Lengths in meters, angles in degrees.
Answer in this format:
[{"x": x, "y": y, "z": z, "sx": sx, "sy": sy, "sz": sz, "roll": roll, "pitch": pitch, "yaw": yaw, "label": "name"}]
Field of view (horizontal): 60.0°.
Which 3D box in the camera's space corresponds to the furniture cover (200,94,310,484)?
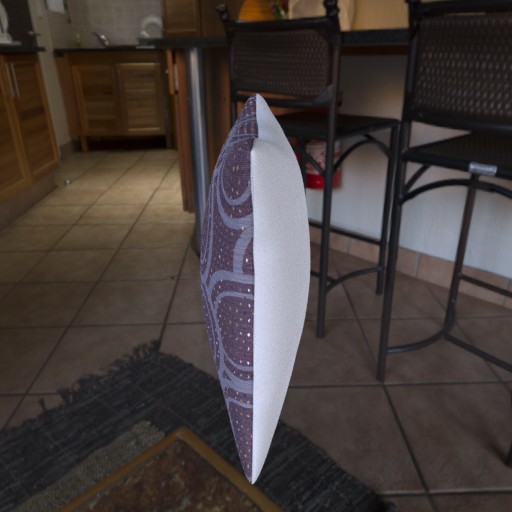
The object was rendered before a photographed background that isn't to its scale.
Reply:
[{"x": 0.000, "y": 0.000, "z": 0.809, "sx": 0.193, "sy": 0.509, "sz": 0.552, "roll": 0, "pitch": 26, "yaw": 1, "label": "furniture cover"}]
